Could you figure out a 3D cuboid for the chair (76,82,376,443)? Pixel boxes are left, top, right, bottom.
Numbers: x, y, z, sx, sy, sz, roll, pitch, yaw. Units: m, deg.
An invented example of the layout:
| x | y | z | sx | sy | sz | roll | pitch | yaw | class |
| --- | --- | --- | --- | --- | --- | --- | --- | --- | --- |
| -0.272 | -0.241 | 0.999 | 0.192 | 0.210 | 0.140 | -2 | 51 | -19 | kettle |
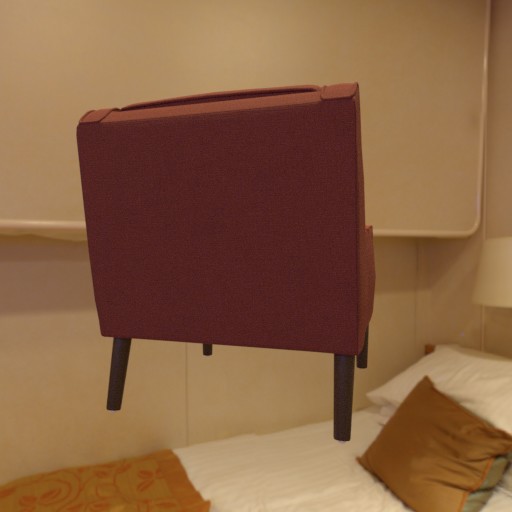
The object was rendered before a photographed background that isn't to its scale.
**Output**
| x | y | z | sx | sy | sz | roll | pitch | yaw | class |
| --- | --- | --- | --- | --- | --- | --- | --- | --- | --- |
| 0.000 | 0.000 | 1.341 | 0.680 | 0.812 | 0.770 | 1 | 2 | 17 | chair |
